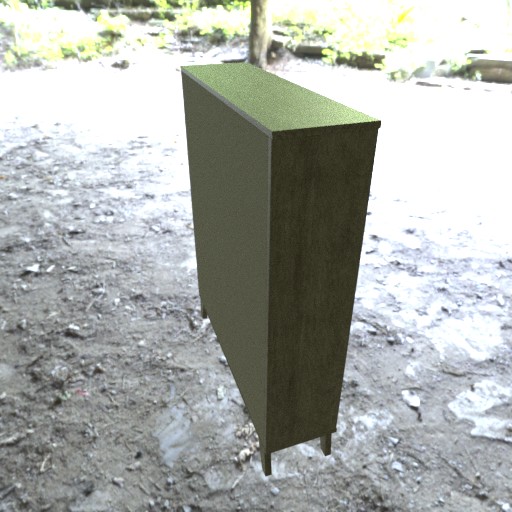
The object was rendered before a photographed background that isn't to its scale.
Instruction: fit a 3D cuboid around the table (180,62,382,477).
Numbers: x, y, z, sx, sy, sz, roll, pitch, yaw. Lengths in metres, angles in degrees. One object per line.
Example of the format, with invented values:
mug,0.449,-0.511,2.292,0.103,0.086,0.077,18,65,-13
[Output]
table,0.000,0.000,1.560,0.256,1.135,0.902,-10,33,-17
